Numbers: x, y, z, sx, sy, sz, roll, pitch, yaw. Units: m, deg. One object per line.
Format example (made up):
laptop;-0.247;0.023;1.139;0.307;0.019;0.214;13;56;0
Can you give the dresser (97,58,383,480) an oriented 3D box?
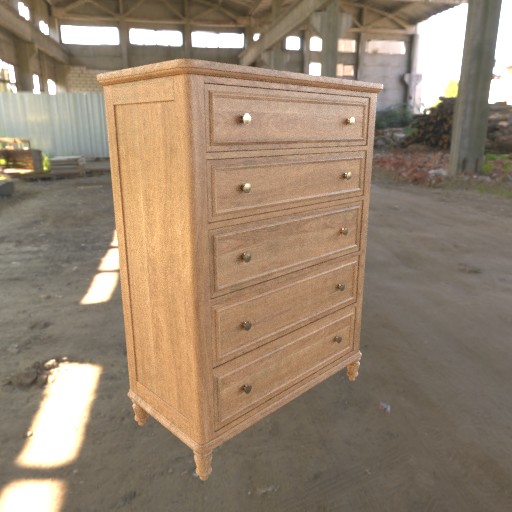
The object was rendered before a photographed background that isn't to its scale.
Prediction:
dresser;0.000;0.000;1.777;0.973;1.318;0.484;-15;22;-42
